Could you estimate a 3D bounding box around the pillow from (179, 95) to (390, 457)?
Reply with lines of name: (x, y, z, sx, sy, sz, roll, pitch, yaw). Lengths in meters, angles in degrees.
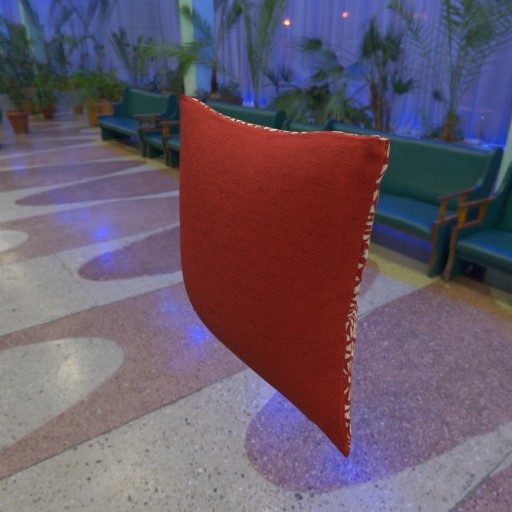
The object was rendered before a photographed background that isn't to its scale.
pillow: (0.000, 0.000, 0.662, 0.162, 0.419, 0.438, -17, 31, -31)
